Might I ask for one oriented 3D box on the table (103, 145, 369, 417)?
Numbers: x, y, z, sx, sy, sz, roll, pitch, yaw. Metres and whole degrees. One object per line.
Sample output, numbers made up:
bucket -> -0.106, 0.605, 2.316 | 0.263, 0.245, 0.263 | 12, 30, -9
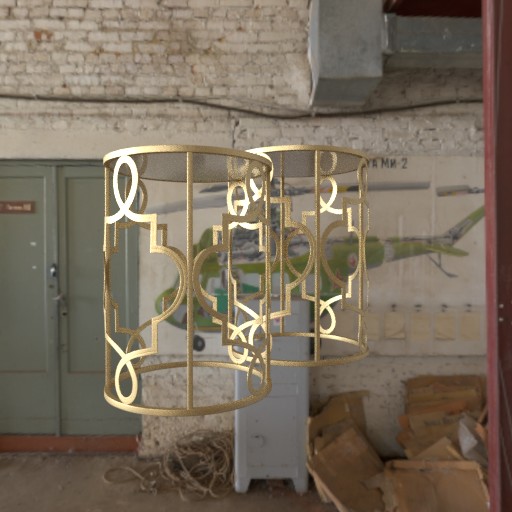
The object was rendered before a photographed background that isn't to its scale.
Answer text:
table -> 0.000, 0.000, 1.162 | 0.420, 0.564, 0.846 | 0, 1, 36
